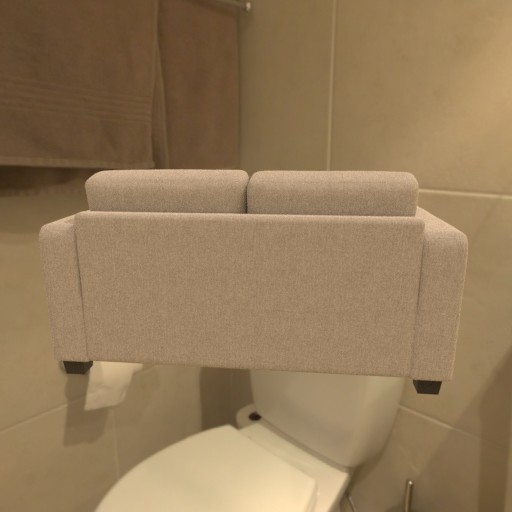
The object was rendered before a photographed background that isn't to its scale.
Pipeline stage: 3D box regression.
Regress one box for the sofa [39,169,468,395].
[{"bbox_3d":[0.000,0.000,2.008,1.540,0.800,0.900,2,15,6],"label":"sofa"}]
